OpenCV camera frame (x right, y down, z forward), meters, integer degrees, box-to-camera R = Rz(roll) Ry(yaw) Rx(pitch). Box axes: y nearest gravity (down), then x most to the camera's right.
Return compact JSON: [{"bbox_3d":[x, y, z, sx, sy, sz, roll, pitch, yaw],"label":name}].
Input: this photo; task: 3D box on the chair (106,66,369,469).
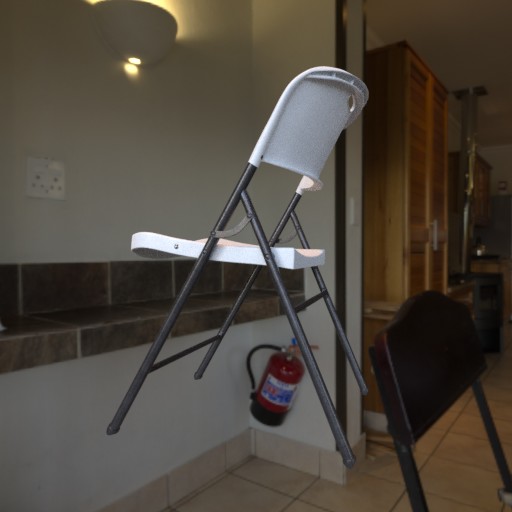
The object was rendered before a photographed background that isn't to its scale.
[{"bbox_3d":[0.000,0.000,1.152,0.566,0.810,0.494,0,0,17],"label":"chair"}]
